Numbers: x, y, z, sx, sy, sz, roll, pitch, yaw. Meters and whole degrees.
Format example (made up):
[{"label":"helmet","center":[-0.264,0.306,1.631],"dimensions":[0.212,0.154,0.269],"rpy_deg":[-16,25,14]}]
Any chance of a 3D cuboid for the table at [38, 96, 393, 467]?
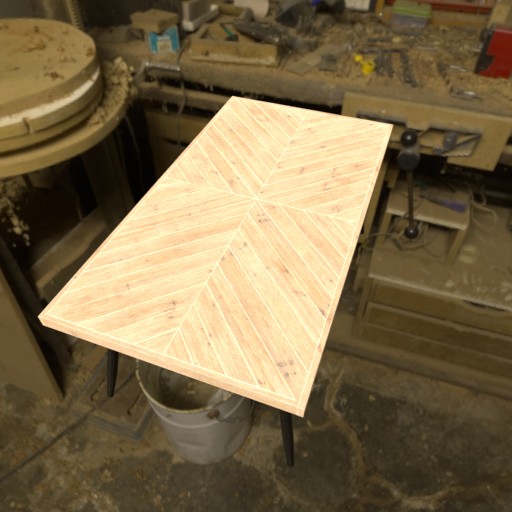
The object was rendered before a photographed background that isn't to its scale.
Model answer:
[{"label":"table","center":[0.000,0.000,2.326],"dimensions":[0.991,0.762,1.803],"rpy_deg":[15,48,14]}]
